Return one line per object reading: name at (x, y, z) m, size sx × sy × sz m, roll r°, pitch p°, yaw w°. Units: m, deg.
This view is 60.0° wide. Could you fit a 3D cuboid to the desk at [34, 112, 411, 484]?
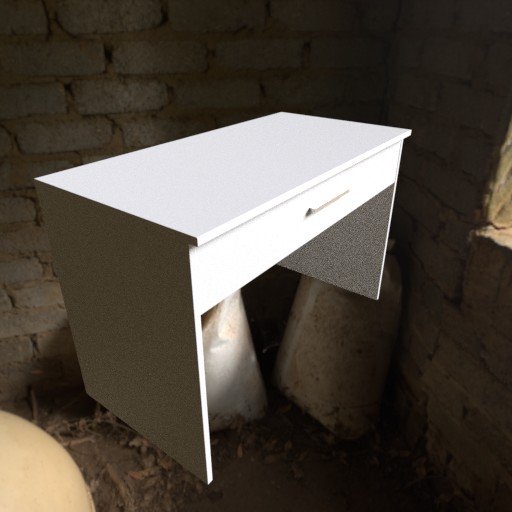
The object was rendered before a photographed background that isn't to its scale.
desk at (0.000, 0.000, 1.515) m, size 0.560 × 0.730 × 1.100 m, roll 20°, pitch 34°, yaw 32°
